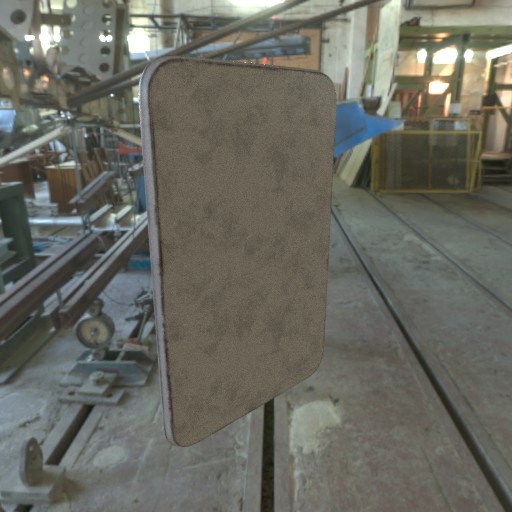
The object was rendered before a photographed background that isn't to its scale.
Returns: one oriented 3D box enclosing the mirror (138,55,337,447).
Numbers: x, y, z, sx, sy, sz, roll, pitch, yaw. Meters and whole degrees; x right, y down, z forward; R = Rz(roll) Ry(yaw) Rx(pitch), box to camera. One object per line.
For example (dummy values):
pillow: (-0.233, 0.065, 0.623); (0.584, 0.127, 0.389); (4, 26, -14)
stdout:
mirror: (0.000, 0.000, 0.888); (0.461, 0.713, 0.024); (-16, 24, -41)
